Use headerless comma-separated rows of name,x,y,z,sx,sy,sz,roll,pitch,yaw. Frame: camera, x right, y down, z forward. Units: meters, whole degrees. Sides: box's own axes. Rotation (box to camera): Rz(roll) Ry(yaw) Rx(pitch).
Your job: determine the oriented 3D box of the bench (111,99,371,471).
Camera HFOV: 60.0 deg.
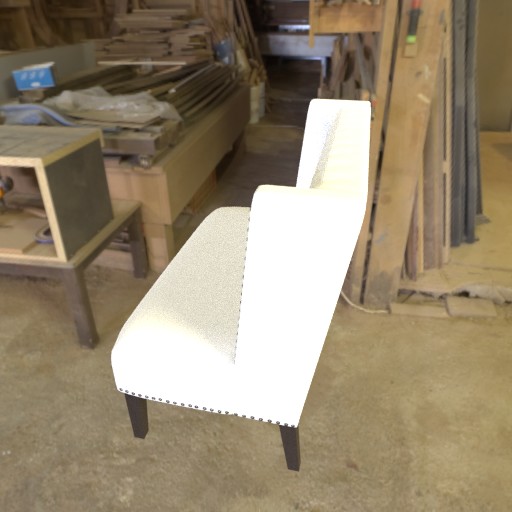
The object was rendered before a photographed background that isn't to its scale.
bench,0.000,0.000,1.968,0.847,1.123,1.280,7,31,11
